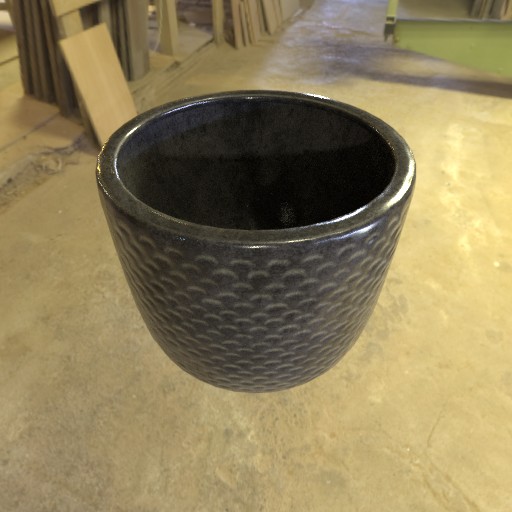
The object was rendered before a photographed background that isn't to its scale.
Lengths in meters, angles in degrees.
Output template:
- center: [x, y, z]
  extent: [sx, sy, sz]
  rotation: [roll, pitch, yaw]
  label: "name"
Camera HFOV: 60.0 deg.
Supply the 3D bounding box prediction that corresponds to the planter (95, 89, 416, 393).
- center: [0.000, 0.000, 0.238]
  extent: [0.140, 0.129, 0.140]
  rotation: [0, 41, 0]
  label: "planter"
